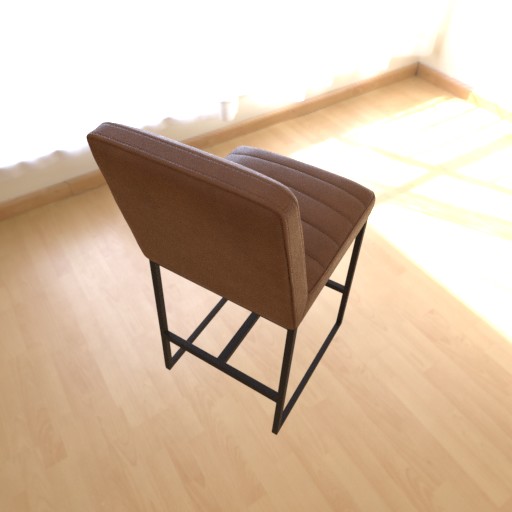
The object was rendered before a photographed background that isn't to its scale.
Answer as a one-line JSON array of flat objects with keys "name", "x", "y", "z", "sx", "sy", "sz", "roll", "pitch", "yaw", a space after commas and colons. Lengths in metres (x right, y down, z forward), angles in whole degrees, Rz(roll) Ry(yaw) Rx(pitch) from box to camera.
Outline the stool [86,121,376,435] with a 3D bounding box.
[{"name": "stool", "x": 0.000, "y": 0.000, "z": 1.234, "sx": 0.458, "sy": 0.940, "sz": 0.556, "roll": 24, "pitch": 51, "yaw": 21}]
